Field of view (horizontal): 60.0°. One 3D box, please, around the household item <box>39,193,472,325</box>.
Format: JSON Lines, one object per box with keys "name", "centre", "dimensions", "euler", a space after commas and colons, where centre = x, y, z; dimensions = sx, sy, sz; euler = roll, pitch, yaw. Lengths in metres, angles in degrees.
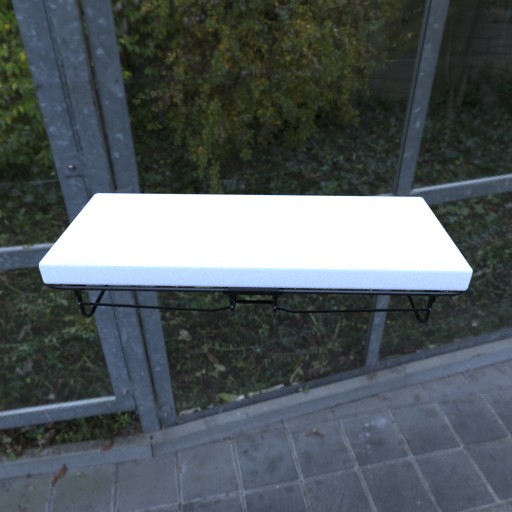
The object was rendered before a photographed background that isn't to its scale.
{"name": "household item", "centre": [0.000, 0.000, 2.286], "dimensions": [1.905, 0.356, 0.787], "euler": [1, 32, 1]}
